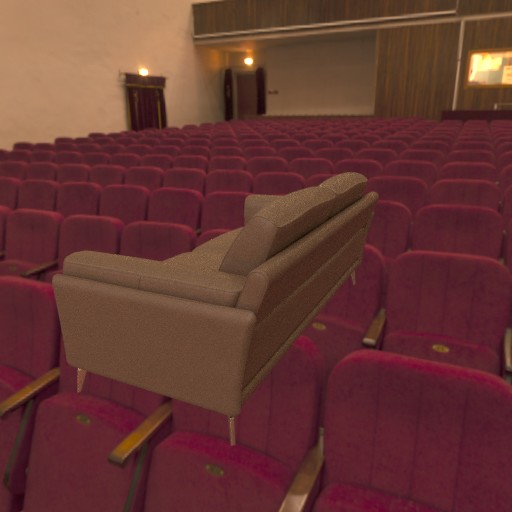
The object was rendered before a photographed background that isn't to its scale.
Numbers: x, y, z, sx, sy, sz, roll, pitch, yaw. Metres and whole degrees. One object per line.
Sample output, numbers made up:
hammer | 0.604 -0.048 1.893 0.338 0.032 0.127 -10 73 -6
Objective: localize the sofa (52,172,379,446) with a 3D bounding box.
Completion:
sofa | 0.000 0.000 2.680 1.049 0.930 2.101 8 19 24
